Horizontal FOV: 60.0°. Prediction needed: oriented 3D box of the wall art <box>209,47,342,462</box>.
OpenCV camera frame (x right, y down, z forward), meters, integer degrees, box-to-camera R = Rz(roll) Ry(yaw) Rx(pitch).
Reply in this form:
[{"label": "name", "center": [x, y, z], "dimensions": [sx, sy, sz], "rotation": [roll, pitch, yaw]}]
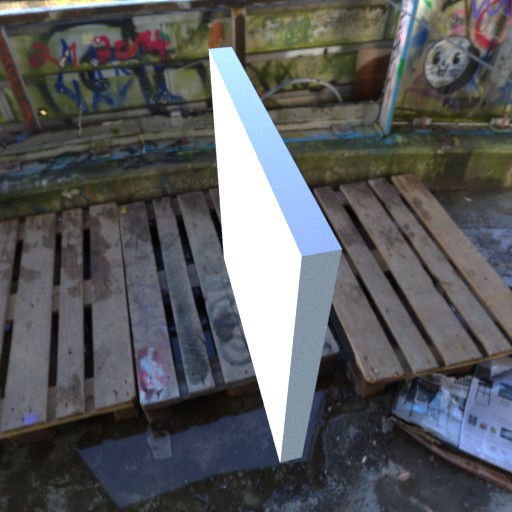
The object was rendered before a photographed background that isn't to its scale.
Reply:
[{"label": "wall art", "center": [0.000, 0.000, 0.532], "dimensions": [0.027, 0.355, 0.355], "rotation": [-10, 46, -10]}]
